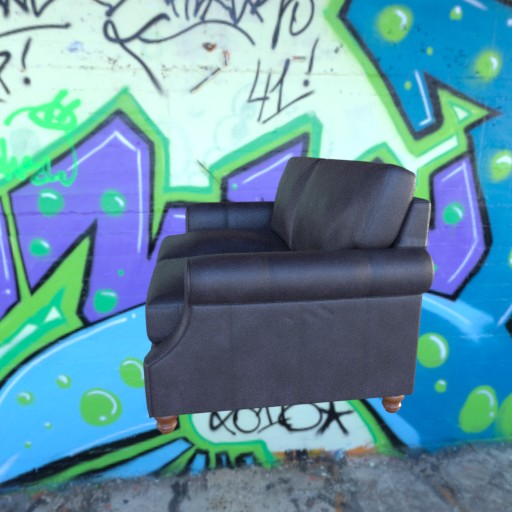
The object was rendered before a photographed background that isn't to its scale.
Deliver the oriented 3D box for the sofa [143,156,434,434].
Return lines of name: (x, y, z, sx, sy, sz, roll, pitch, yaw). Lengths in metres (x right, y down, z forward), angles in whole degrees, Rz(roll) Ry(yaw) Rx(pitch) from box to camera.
sofa: (0.000, 0.000, 2.283, 1.030, 0.979, 1.663, -2, 14, -8)
